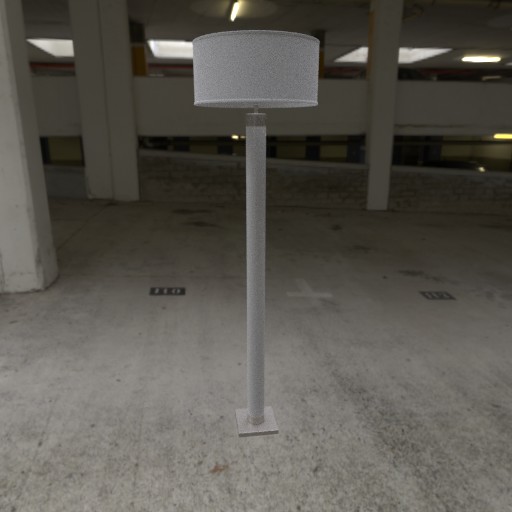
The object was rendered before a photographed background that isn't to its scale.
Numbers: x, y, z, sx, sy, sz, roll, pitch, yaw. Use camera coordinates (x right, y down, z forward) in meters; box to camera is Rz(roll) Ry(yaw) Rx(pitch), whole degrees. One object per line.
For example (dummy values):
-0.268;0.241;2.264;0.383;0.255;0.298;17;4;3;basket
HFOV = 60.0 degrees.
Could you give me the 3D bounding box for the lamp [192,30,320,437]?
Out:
0.000;0.000;1.665;0.420;1.475;0.420;-2;16;-8;lamp
